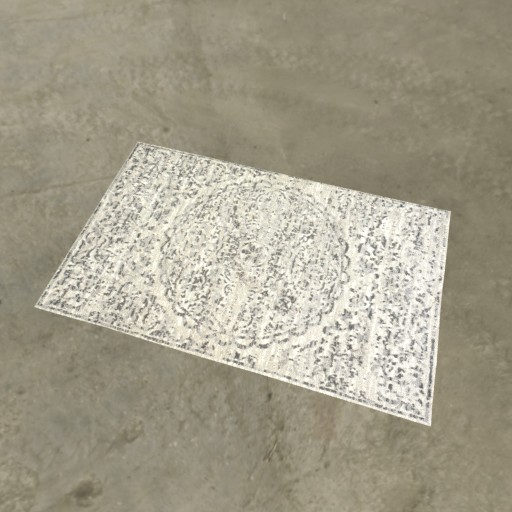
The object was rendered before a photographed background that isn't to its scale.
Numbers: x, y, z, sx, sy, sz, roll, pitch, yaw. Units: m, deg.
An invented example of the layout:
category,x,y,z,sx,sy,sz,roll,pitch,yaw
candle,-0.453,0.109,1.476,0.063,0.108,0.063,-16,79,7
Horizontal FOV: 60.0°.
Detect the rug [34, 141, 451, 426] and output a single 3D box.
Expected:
category,x,y,z,sx,sy,sz,roll,pitch,yaw
rug,0.000,0.000,2.977,2.447,0.021,1.527,14,59,9
